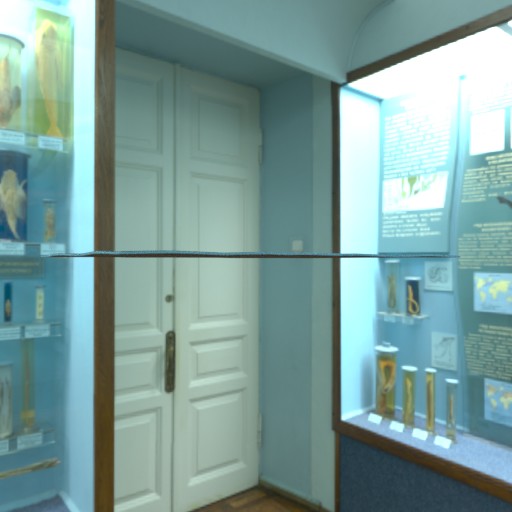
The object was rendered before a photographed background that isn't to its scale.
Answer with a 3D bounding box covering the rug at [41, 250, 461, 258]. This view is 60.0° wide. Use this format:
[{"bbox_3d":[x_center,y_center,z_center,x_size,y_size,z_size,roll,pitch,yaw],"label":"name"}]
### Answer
[{"bbox_3d":[0.000,0.000,2.296,1.847,0.014,1.195,0,-1,-36],"label":"rug"}]
